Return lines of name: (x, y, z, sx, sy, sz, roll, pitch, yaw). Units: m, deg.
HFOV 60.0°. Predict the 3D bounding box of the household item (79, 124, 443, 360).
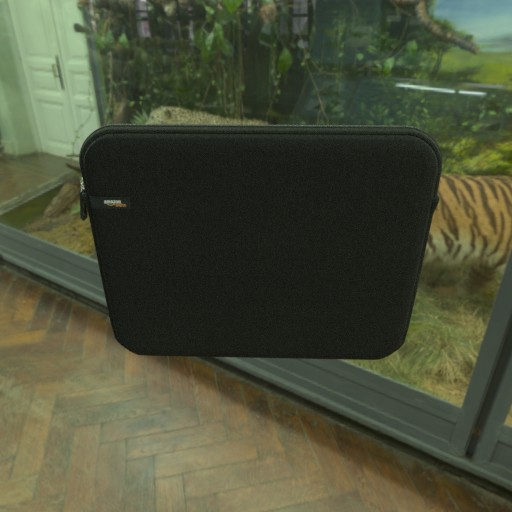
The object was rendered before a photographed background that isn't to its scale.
household item: (0.000, 0.000, 0.526, 0.396, 0.305, 0.030, 1, 29, 1)
